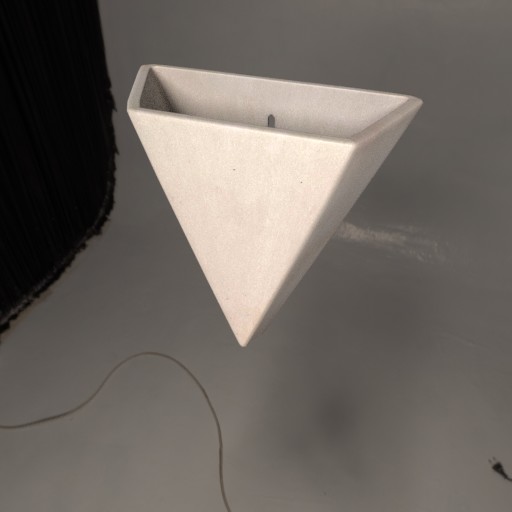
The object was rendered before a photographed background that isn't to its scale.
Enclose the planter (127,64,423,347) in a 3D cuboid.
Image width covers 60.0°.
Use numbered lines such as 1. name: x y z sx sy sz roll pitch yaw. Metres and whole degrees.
1. planter: 0.000 0.000 0.274 0.150 0.197 0.060 13 43 14
